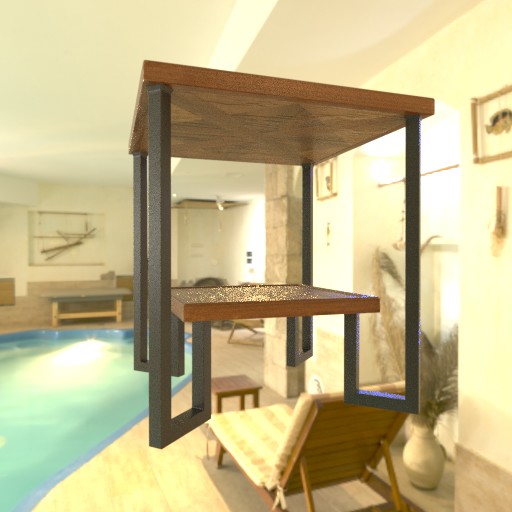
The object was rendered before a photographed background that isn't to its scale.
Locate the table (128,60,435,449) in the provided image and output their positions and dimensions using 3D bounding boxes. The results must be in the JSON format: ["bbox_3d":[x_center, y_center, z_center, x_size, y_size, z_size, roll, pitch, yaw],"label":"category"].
[{"bbox_3d":[0.000,0.000,0.947,0.503,0.563,0.503,0,0,-18],"label":"table"}]
